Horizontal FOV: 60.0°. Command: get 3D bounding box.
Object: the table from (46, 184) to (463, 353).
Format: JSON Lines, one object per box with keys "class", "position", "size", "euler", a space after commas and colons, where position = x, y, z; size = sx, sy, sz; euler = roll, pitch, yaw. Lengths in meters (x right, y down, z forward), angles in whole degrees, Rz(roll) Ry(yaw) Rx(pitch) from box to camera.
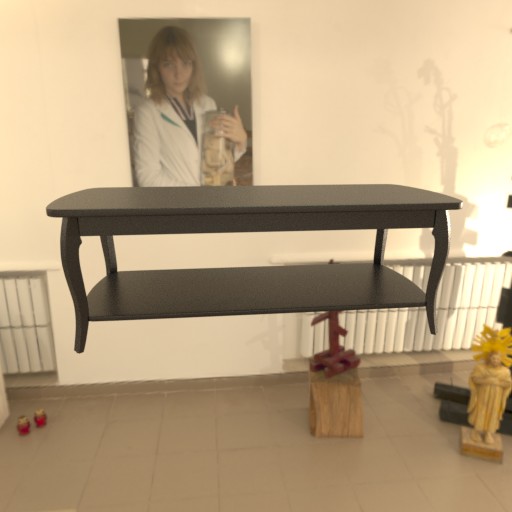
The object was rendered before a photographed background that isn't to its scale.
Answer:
{"class": "table", "position": [0.000, 0.000, 1.637], "size": [1.333, 0.457, 0.571], "euler": [-2, 15, -6]}
